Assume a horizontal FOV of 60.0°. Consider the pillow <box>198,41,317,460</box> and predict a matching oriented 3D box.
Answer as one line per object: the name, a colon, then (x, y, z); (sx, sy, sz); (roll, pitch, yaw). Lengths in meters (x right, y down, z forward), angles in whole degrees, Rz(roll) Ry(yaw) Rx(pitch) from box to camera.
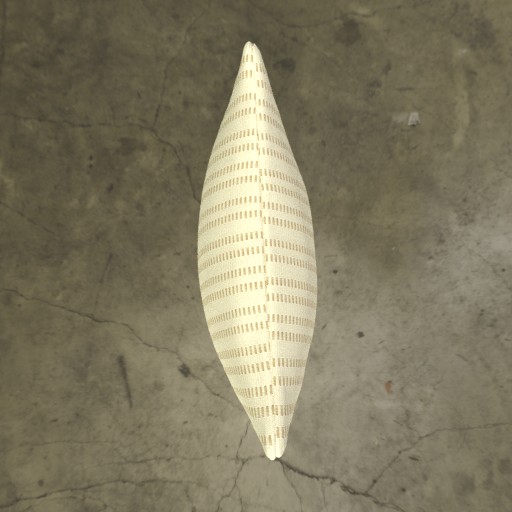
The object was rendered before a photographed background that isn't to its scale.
pillow: (0.000, 0.000, 0.809); (0.210, 0.353, 0.640); (-3, 76, -1)
